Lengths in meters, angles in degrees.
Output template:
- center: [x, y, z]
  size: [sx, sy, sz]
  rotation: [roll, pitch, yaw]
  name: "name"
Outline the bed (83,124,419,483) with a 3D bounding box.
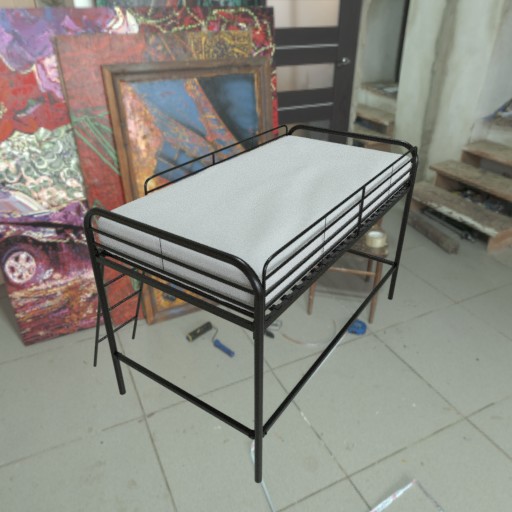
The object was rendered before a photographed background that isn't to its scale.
- center: [0.000, 0.000, 2.965]
  size: [1.393, 1.289, 1.968]
  rotation: [19, 35, 29]
  name: "bed"
